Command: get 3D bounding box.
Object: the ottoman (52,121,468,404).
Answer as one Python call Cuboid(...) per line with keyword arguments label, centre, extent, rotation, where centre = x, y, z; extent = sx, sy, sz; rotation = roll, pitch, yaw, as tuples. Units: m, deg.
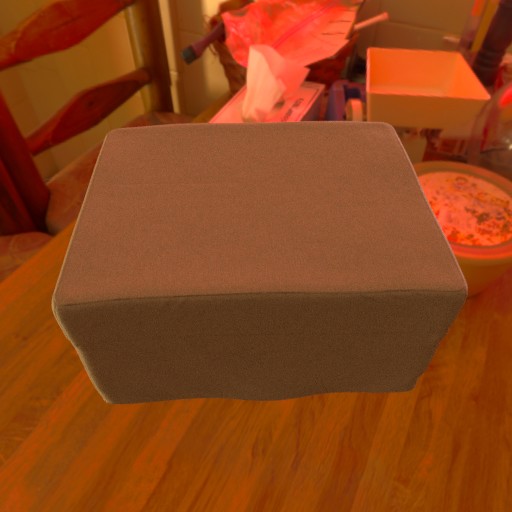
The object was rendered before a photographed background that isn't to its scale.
Cuboid(label="ottoman", centre=(0.000, 0.000, 1.217), extent=(0.833, 0.461, 0.648), rotation=(-2, 47, -2))
